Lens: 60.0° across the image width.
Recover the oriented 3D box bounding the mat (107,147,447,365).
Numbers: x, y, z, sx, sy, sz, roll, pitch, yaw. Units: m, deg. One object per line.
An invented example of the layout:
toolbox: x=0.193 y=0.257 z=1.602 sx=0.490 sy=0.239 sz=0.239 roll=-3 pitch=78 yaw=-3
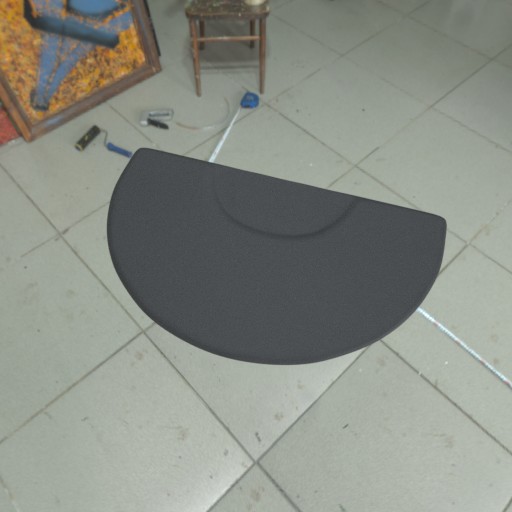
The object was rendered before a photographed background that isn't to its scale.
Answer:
mat: x=0.000 y=0.000 z=1.880 sx=1.525 sy=0.016 sz=0.917 roll=15 pitch=59 yaw=9
